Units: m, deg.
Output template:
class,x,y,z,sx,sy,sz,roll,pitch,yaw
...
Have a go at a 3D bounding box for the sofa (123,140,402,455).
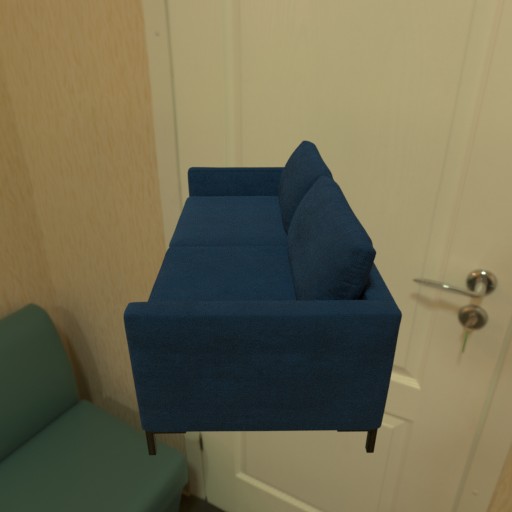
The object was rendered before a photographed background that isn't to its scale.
class,x,y,z,sx,sy,sz,roll,pitch,yaw
sofa,0.000,0.000,2.157,0.875,0.817,1.676,0,27,-1
